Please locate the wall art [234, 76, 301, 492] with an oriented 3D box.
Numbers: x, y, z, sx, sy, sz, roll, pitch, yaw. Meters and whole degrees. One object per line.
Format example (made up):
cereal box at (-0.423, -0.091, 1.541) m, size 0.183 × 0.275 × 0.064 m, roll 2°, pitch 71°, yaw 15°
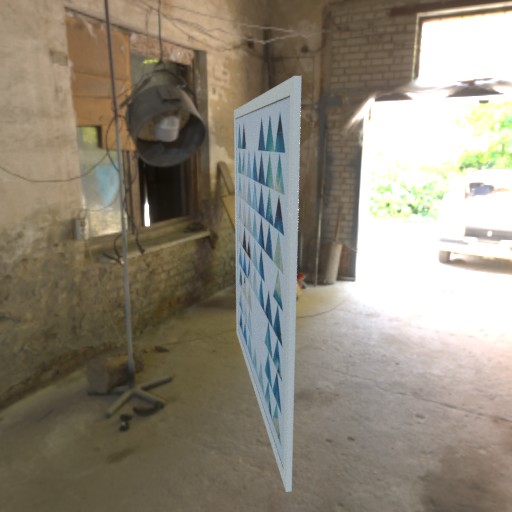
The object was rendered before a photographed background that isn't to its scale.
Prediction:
wall art at (0.000, 0.000, 1.209) m, size 0.012 × 0.809 × 0.809 m, roll -2°, pitch 15°, yaw -9°
